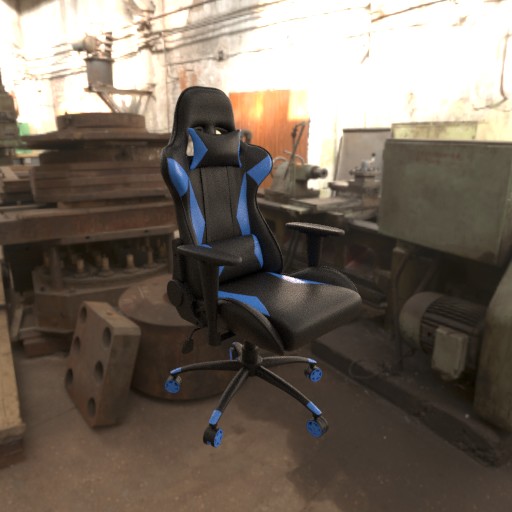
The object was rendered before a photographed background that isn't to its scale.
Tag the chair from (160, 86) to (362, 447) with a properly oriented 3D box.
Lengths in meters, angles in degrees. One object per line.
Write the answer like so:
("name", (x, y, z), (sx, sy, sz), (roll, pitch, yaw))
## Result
("chair", (0.000, 0.000, 1.733), (0.730, 1.282, 0.695), (13, 20, 41))
